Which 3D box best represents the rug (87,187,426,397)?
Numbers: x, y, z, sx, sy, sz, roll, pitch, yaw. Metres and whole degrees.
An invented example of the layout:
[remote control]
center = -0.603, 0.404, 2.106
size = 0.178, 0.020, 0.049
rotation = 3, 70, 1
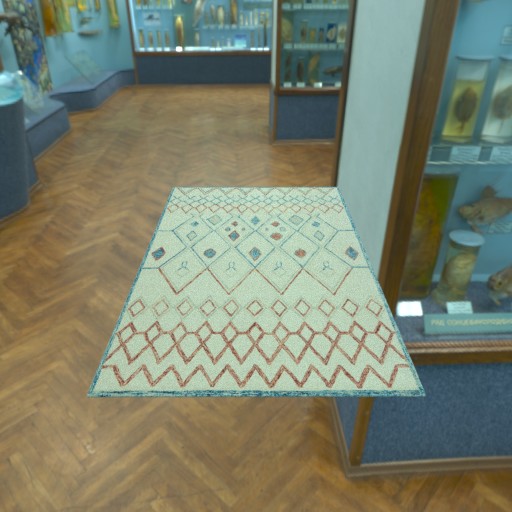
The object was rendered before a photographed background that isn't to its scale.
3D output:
[rug]
center = 0.000, 0.000, 3.030
size = 1.524, 0.015, 2.438
rotation = 0, 31, 0
